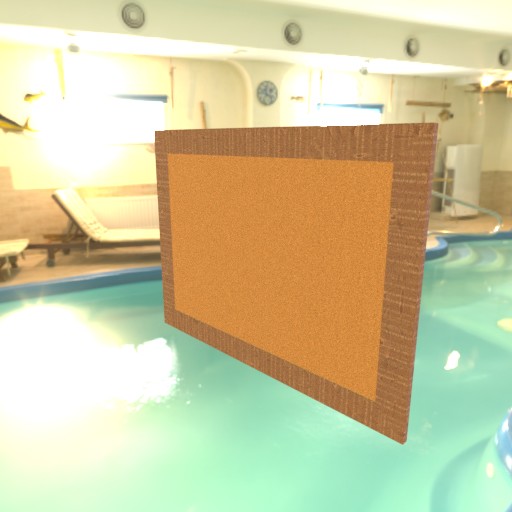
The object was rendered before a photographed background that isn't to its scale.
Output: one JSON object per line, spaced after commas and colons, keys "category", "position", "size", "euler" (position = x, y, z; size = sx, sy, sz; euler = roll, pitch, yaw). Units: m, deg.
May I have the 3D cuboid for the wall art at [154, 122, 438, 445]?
{"category": "wall art", "position": [0.000, 0.000, 1.366], "size": [0.020, 0.761, 1.056], "euler": [-14, 20, -42]}
